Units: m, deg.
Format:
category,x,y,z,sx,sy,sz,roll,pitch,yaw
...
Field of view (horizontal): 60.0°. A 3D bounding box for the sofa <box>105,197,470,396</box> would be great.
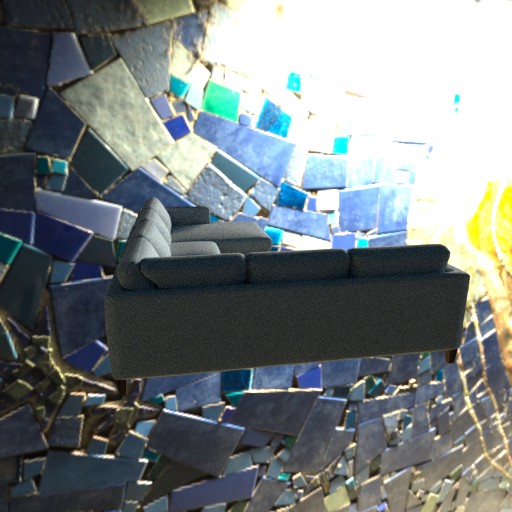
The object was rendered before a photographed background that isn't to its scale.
category,x,y,z,sx,sy,sz,roll,pitch,yaw
sofa,0.000,0.000,4.591,2.551,0.889,3.403,-3,16,-10
